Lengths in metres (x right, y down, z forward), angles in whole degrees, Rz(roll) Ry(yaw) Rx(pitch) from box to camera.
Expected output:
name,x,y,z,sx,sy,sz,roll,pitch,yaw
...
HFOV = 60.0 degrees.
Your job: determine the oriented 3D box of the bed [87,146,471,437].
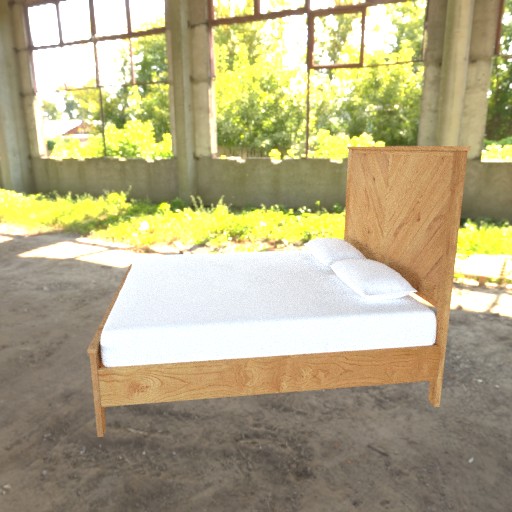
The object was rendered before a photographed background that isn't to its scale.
name,x,y,z,sx,sy,sz,roll,pitch,yaw
bed,0.000,0.000,4.035,2.530,1.938,2.225,-2,14,-8
